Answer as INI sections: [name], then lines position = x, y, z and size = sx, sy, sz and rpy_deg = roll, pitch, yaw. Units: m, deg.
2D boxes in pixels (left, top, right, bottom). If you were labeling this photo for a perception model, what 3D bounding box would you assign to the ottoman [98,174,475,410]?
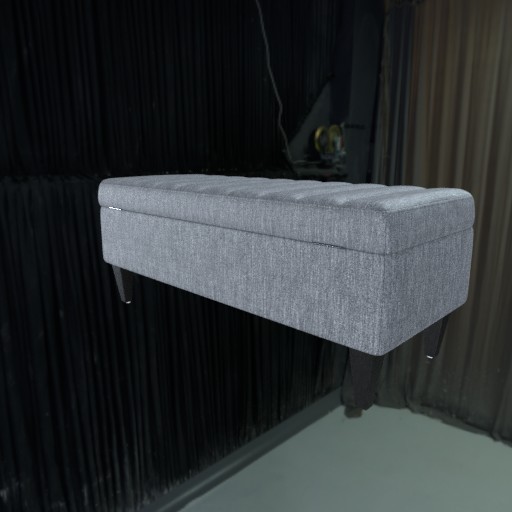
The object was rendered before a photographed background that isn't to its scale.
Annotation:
[ottoman]
position = 0.000, 0.000, 1.412
size = 1.151, 0.469, 0.482
rpy_deg = 13, 18, 43
